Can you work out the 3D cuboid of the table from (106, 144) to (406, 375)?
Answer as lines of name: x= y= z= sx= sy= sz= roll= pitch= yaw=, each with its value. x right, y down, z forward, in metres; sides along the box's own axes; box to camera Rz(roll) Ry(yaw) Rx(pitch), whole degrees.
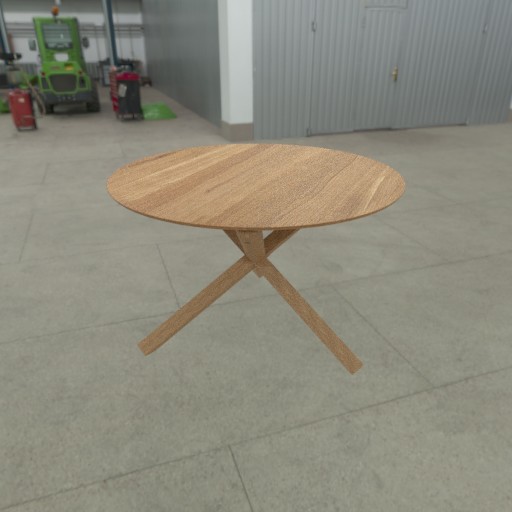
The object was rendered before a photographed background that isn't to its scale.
table: x=0.000 y=0.000 z=1.751 sx=1.038 sy=0.666 sz=1.038 roll=0 pitch=26 yaw=0
